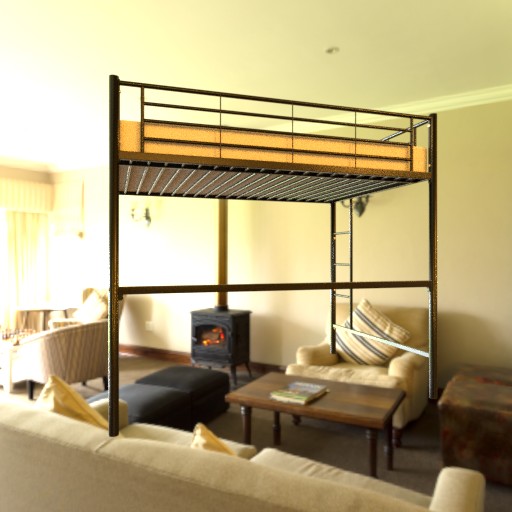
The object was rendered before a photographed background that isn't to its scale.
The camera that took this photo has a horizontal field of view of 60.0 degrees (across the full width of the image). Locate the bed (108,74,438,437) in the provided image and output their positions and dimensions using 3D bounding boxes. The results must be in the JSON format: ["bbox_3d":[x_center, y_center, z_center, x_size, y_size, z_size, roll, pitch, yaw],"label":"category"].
[{"bbox_3d":[0.000,0.000,3.165,1.994,1.803,1.397,0,0,-18],"label":"bed"}]
